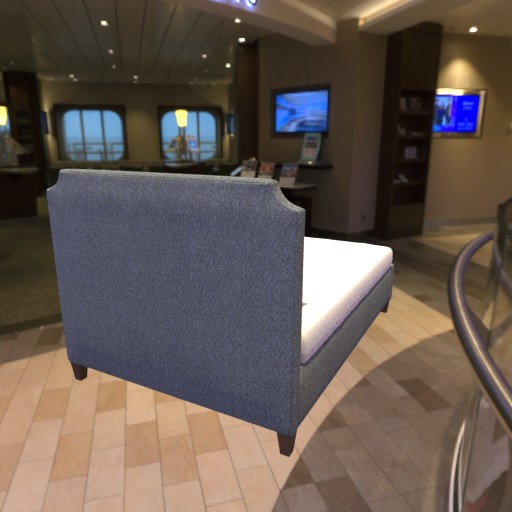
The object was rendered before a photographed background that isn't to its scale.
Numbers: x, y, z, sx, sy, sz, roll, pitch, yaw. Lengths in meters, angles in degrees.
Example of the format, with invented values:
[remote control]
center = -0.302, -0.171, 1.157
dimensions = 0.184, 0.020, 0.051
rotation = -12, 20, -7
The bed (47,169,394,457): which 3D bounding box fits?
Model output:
[bed]
center = 0.000, 0.000, 3.472
dimensions = 1.712, 1.443, 2.372
rotation = 8, 17, 27
